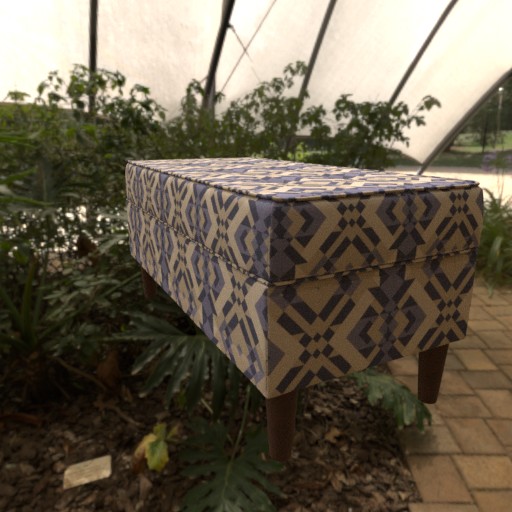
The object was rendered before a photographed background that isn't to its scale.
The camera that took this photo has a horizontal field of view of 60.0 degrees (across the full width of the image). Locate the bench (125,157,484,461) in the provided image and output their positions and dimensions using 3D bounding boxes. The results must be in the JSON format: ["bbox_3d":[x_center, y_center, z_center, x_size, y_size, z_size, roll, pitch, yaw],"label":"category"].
[{"bbox_3d":[0.000,0.000,1.219,0.492,0.477,1.016,-8,17,-26],"label":"bench"}]
